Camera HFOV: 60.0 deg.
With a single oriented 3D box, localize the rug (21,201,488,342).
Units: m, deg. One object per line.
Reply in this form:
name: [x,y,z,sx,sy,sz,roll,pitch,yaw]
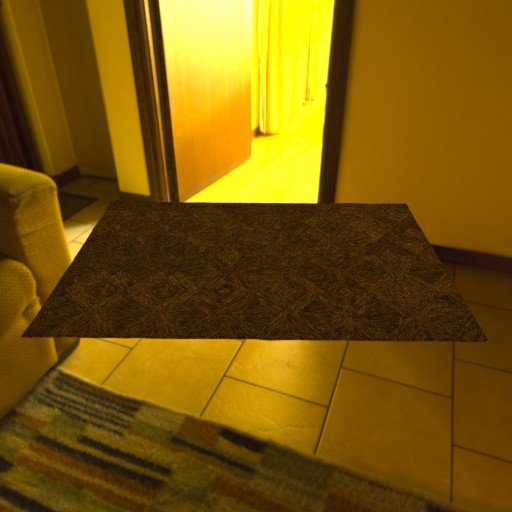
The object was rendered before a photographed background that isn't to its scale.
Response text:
rug: [0.000,0.000,2.206,1.808,0.011,1.189,0,33,1]
